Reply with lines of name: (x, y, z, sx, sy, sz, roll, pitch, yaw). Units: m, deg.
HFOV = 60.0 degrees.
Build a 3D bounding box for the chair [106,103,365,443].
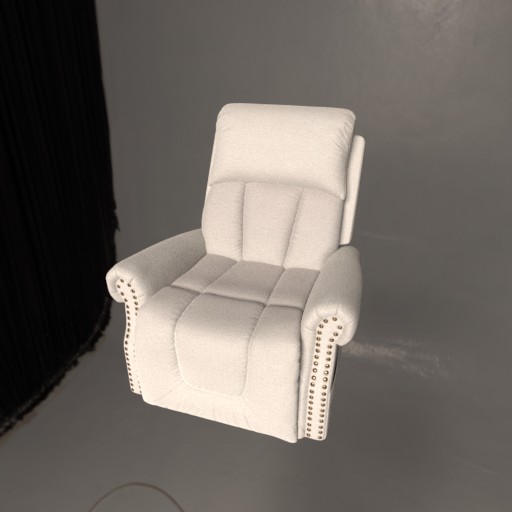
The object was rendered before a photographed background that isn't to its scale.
chair: (0.000, 0.000, 1.753, 0.871, 1.031, 0.979, 8, 28, 16)
